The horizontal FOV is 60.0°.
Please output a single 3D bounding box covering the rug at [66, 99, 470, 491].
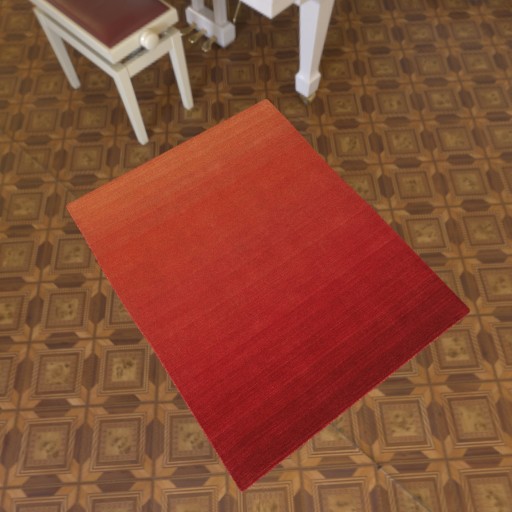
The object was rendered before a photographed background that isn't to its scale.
[{"bbox_3d":[0.000,0.000,3.909,2.340,0.028,2.905,-33,68,-15],"label":"rug"}]
